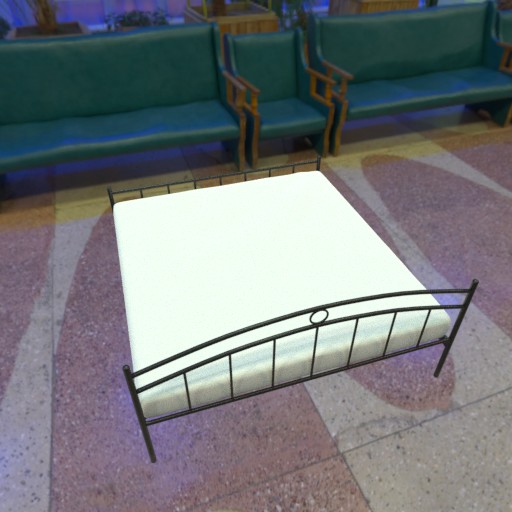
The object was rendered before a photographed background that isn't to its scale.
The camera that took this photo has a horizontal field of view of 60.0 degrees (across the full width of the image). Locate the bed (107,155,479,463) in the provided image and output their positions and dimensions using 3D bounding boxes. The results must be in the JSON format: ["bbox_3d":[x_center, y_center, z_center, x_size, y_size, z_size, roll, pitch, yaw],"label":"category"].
[{"bbox_3d":[0.000,0.000,3.149,1.880,0.940,2.040,-11,41,-14],"label":"bed"}]
